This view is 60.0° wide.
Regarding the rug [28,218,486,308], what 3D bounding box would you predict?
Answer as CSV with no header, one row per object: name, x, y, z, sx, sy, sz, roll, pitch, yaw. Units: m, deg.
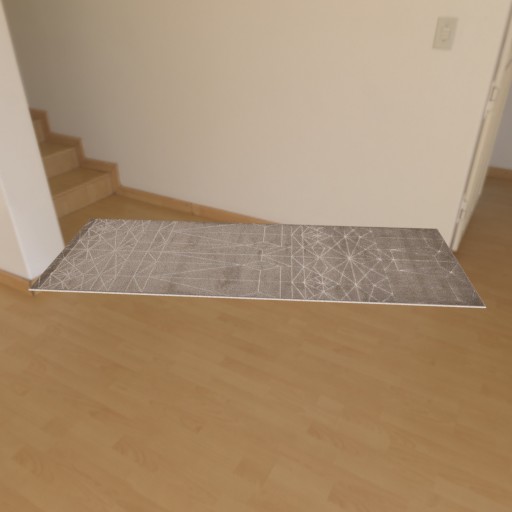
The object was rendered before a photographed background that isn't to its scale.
rug,0.000,0.000,2.677,2.388,0.012,0.864,2,31,3
